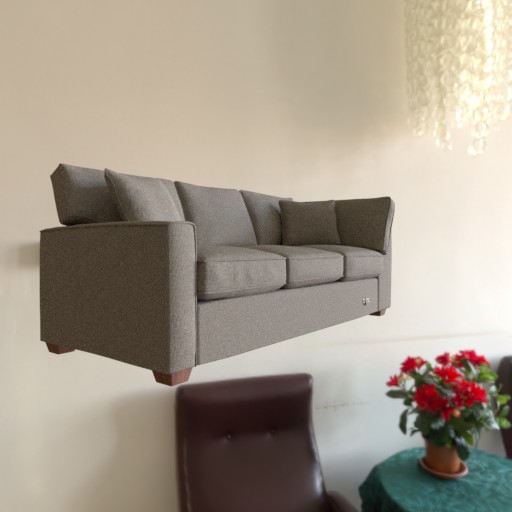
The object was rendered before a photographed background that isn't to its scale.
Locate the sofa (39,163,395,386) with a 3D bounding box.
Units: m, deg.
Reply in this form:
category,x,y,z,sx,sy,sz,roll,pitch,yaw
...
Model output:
category,x,y,z,sx,sy,sz,roll,pitch,yaw
sofa,0.000,0.000,2.863,1.061,0.962,2.317,1,2,38
